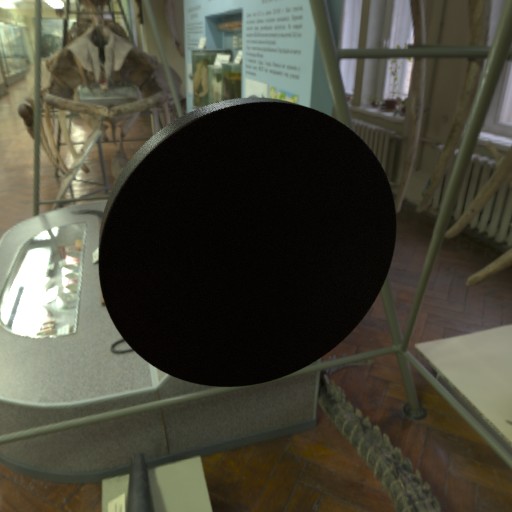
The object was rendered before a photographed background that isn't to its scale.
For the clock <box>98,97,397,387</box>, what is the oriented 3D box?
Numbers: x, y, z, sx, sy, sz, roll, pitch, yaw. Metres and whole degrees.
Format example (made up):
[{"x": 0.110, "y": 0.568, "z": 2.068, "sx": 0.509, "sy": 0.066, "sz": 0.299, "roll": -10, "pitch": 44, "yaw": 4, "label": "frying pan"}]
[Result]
[{"x": 0.000, "y": 0.000, "z": 0.468, "sx": 0.314, "sy": 0.314, "sz": 0.040, "roll": -8, "pitch": 26, "yaw": -16, "label": "clock"}]
